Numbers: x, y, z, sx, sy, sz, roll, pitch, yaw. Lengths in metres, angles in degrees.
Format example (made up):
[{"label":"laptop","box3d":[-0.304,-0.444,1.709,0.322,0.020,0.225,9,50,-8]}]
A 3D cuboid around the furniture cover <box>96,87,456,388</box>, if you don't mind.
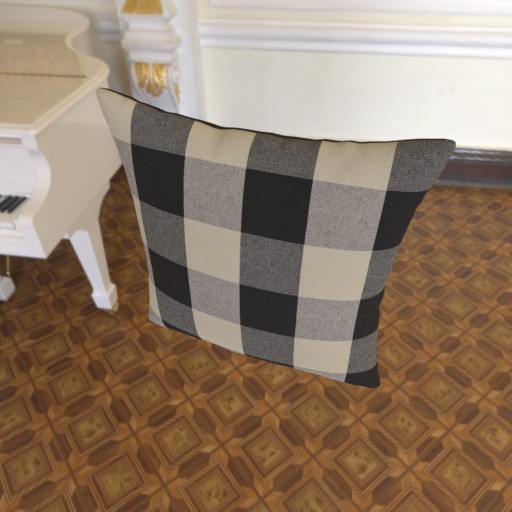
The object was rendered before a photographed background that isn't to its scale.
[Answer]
[{"label":"furniture cover","box3d":[0.000,0.000,0.758,0.511,0.509,0.161,14,42,16]}]
